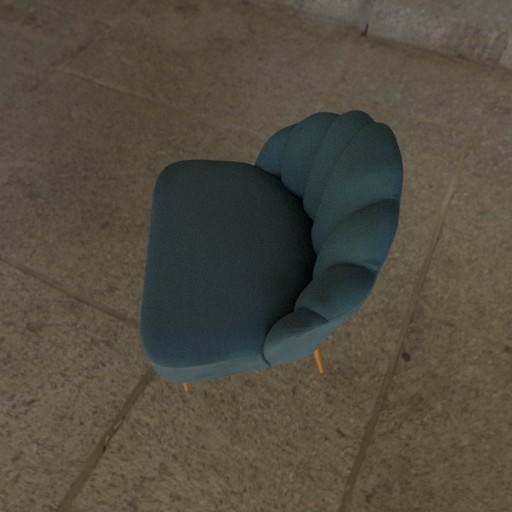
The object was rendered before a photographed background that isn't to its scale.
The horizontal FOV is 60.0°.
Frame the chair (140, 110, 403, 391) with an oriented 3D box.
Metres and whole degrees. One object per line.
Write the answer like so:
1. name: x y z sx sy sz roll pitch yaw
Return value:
1. chair: 0.000 0.000 1.245 0.599 0.819 0.657 -2 57 -1
